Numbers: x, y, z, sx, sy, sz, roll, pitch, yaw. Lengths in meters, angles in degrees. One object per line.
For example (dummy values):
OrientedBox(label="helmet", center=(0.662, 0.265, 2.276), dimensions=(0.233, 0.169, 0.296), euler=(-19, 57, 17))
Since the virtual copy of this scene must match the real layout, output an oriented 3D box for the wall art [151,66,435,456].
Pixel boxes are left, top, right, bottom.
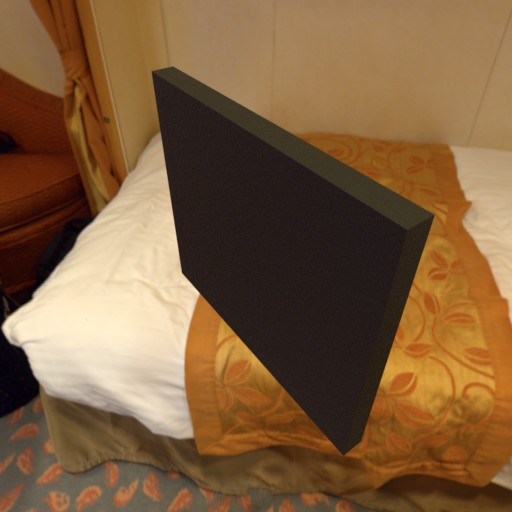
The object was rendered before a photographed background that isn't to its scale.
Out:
OrientedBox(label="wall art", center=(0.000, 0.000, 0.526), dimensions=(0.029, 0.330, 0.381), euler=(-26, 47, -26))
